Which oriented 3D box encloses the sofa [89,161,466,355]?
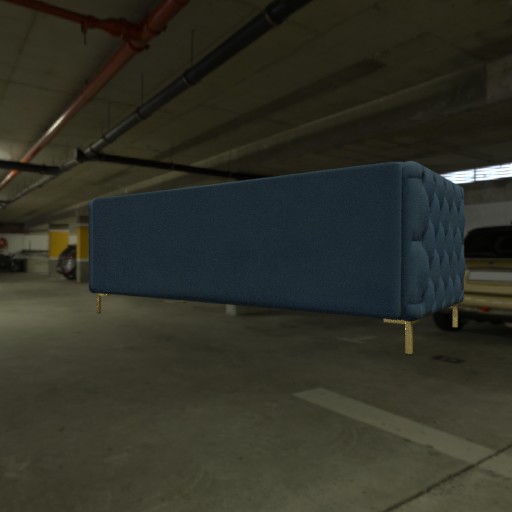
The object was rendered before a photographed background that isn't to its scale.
[{"bbox_3d":[0.000,0.000,2.688,2.209,0.771,0.895,0,0,36],"label":"sofa"}]
